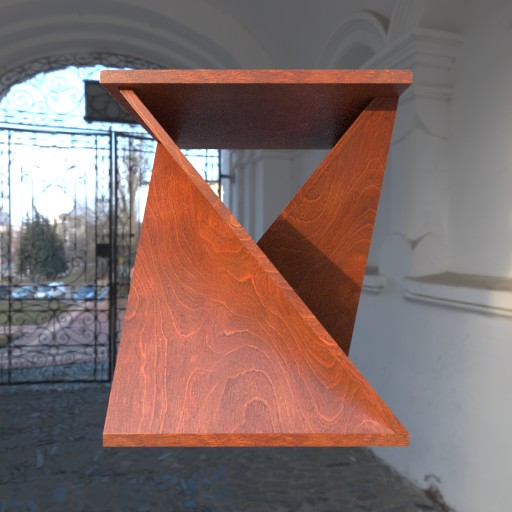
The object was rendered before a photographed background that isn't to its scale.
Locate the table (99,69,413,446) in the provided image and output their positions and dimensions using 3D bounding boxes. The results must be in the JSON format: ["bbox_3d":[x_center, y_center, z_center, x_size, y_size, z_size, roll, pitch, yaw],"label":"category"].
[{"bbox_3d":[0.000,0.000,0.825,0.427,0.520,0.427,0,2,0],"label":"table"}]
